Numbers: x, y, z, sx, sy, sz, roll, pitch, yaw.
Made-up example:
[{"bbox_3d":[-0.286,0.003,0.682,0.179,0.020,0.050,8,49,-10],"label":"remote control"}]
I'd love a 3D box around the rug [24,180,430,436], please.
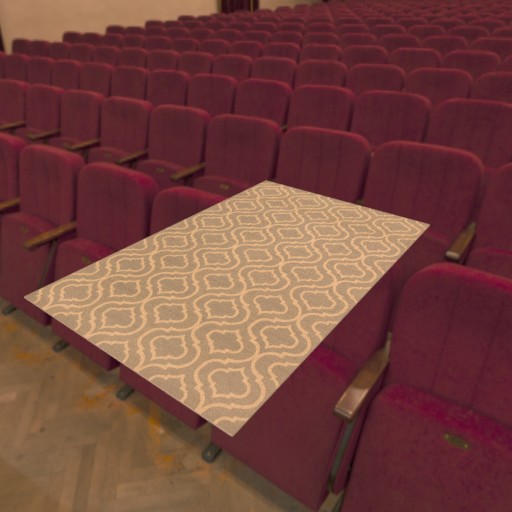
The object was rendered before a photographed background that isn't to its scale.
[{"bbox_3d":[0.000,0.000,2.182,1.141,0.015,1.749,21,36,31],"label":"rug"}]
